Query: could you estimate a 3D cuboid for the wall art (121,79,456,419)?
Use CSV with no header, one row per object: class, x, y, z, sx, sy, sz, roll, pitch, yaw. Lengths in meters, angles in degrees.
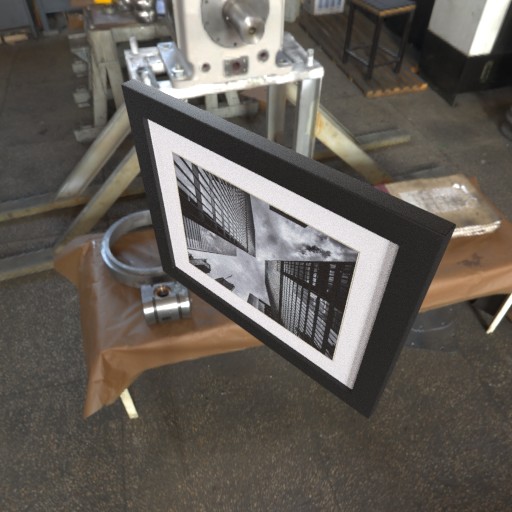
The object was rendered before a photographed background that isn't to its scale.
wall art,0.000,0.000,0.768,0.558,0.457,0.031,32,54,27
